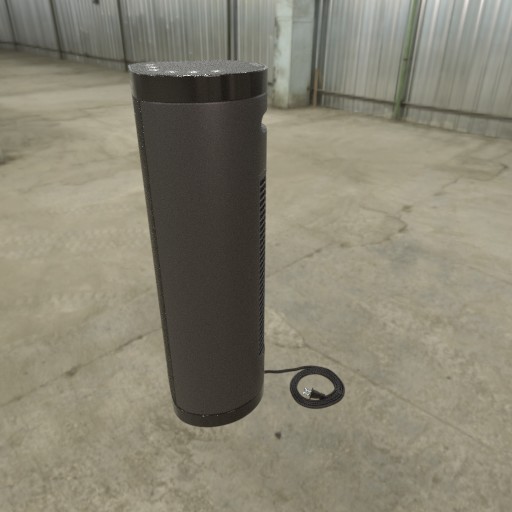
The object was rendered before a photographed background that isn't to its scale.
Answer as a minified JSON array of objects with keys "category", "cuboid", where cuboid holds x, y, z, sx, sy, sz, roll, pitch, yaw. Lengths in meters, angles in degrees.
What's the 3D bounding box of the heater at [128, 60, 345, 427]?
[{"category":"heater","cuboid":[0.000,0.000,0.694,0.312,0.552,0.174,-8,30,-14]}]
